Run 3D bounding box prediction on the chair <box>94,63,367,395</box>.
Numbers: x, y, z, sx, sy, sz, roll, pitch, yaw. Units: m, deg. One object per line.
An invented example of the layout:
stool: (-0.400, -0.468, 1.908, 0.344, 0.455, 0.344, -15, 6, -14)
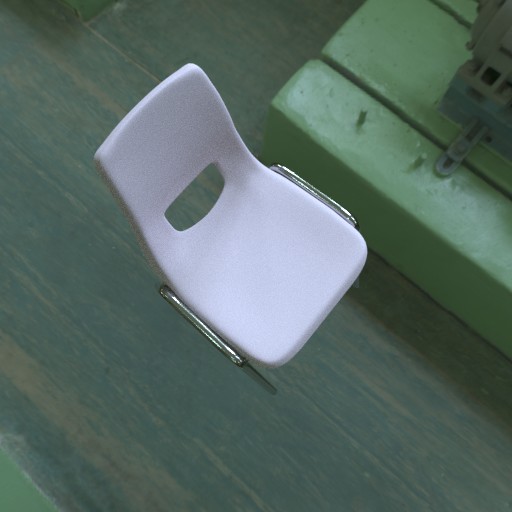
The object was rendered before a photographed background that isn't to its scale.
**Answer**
chair: (0.000, 0.000, 0.901, 0.436, 0.653, 0.381, 39, 78, 10)
